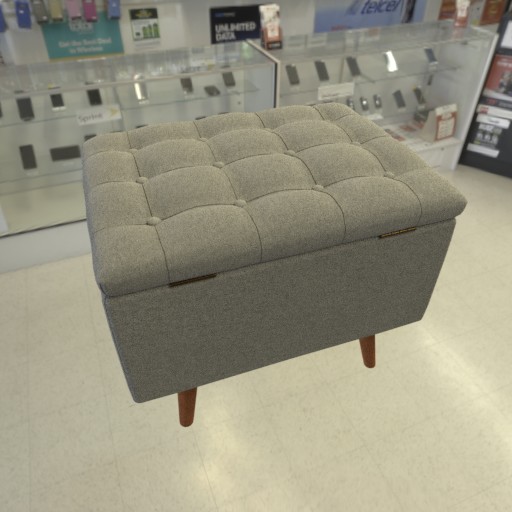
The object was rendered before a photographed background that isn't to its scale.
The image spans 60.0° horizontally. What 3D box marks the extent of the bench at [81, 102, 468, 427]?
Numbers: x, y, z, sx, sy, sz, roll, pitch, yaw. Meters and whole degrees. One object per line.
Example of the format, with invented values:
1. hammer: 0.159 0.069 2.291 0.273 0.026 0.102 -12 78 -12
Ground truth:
1. bench: 0.000 0.000 0.894 0.572 0.469 0.417 -13 41 -15
